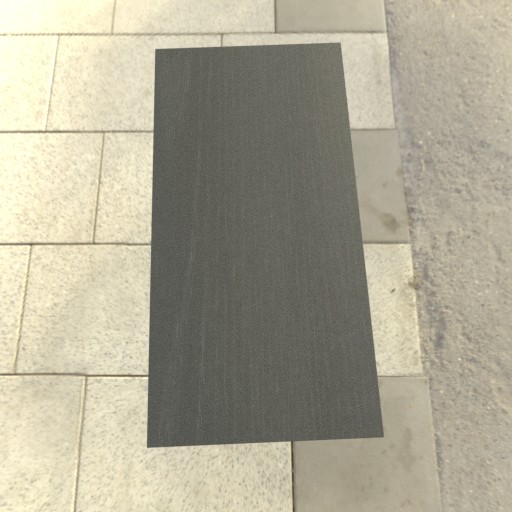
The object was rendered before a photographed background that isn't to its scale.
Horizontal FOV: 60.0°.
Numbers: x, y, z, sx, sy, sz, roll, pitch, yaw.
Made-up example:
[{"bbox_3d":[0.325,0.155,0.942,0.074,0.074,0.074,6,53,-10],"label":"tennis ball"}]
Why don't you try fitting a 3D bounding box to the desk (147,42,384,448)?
[{"bbox_3d":[0.000,0.000,1.378,0.499,0.660,0.991,-2,75,-1],"label":"desk"}]
